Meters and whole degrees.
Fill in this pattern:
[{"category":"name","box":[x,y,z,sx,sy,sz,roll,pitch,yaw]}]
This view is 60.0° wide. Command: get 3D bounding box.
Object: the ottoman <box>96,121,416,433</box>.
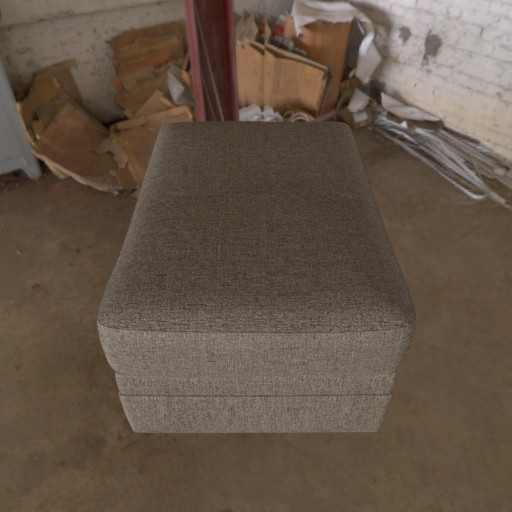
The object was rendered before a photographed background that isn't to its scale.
[{"category":"ottoman","box":[0.000,0.000,1.262,0.637,0.478,0.885,0,42,0]}]
